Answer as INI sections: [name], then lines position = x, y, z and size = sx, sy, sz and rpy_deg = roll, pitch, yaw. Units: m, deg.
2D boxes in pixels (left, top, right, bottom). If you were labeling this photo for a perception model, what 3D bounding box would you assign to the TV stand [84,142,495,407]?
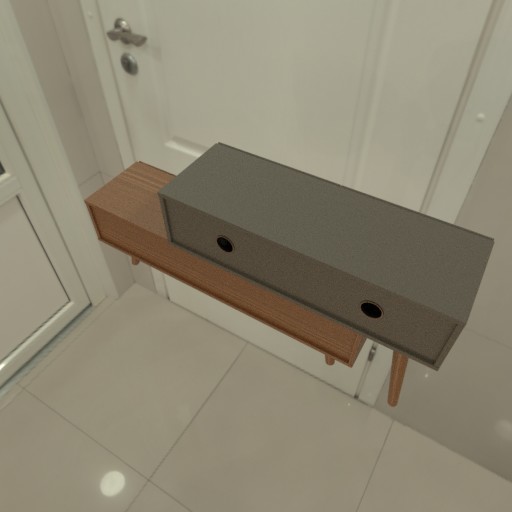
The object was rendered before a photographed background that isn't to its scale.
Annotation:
[TV stand]
position = 0.000, 0.000, 1.568
size = 1.336, 0.591, 0.329
rpy_deg = 24, 51, 21
